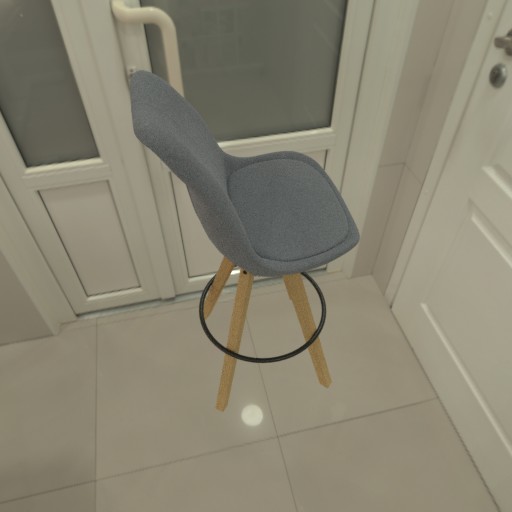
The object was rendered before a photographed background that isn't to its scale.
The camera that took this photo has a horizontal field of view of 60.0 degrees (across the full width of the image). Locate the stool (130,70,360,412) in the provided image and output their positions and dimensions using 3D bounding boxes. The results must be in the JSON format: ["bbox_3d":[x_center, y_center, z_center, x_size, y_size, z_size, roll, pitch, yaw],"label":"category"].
[{"bbox_3d":[0.000,0.000,1.386,0.550,1.115,0.485,-10,49,-9],"label":"stool"}]
